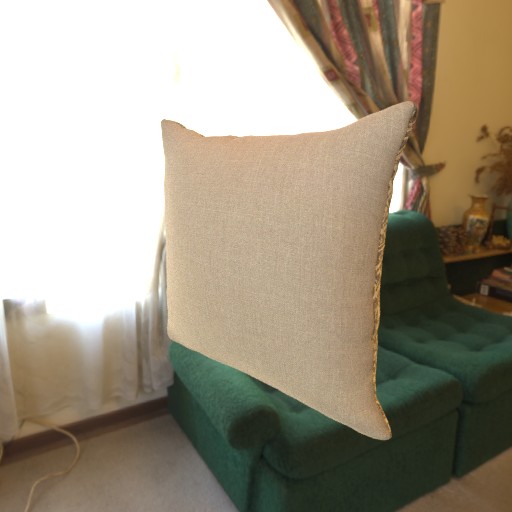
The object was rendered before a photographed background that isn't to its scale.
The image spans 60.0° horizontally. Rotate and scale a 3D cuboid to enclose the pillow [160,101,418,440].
[{"bbox_3d":[0.000,0.000,0.783,0.546,0.487,0.180,12,18,42],"label":"pillow"}]
